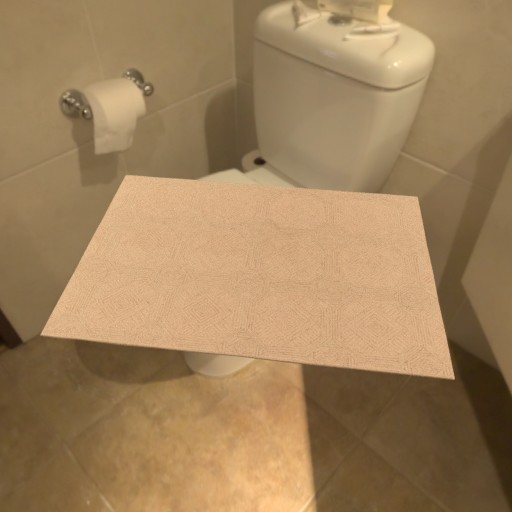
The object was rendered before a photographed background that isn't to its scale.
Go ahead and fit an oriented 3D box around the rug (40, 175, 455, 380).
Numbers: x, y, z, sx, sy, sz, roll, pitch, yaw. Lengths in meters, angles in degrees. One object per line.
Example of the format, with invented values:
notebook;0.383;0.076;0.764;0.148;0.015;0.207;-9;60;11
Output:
rug;0.000;0.000;2.364;1.839;0.009;1.236;5;47;5
